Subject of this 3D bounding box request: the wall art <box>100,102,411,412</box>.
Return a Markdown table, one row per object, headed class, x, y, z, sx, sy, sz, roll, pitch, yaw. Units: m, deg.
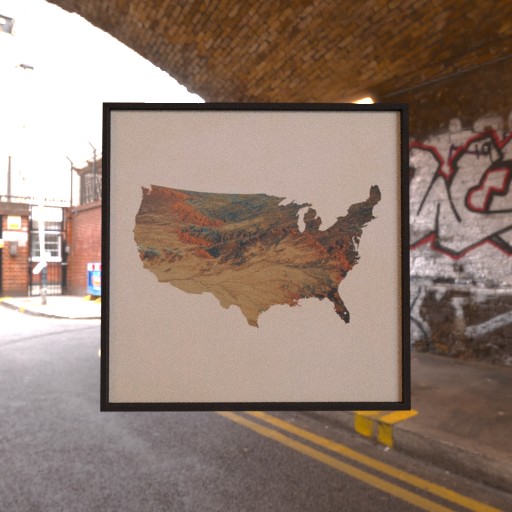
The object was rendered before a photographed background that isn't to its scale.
| class | x | y | z | sx | sy | sz | roll | pitch | yaw |
| --- | --- | --- | --- | --- | --- | --- | --- | --- | --- |
| wall art | 0.000 | 0.000 | 1.111 | 0.762 | 0.762 | 0.038 | 0 | -1 | -1 |
